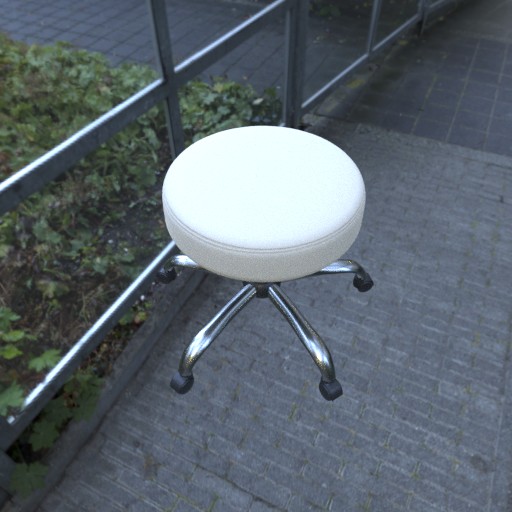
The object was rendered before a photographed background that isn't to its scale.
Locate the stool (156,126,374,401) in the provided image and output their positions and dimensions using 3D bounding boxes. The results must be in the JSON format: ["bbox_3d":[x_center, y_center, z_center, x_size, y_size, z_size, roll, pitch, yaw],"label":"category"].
[{"bbox_3d":[0.000,0.000,1.070,0.634,0.482,0.614,31,54,26],"label":"stool"}]
